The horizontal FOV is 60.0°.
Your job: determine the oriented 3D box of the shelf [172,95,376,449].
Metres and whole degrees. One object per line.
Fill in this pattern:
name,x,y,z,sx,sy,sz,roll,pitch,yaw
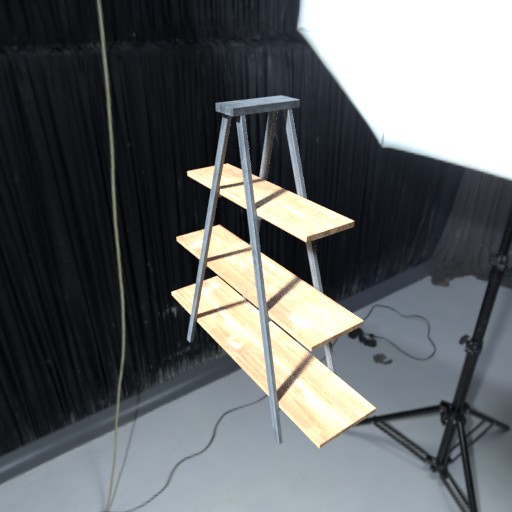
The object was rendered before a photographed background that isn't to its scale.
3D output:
shelf,0.000,0.000,2.699,0.508,1.808,1.746,-18,34,-30
